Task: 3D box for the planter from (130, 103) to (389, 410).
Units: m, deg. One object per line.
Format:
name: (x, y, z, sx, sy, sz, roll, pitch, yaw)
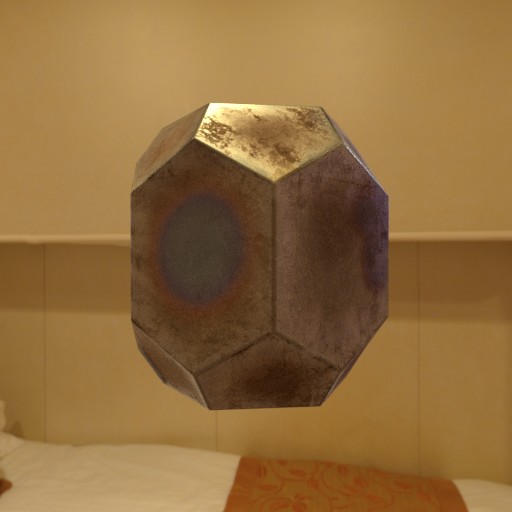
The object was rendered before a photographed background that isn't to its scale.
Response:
planter: (0.000, 0.000, 0.421, 0.243, 0.238, 0.221, 0, 1, -36)
